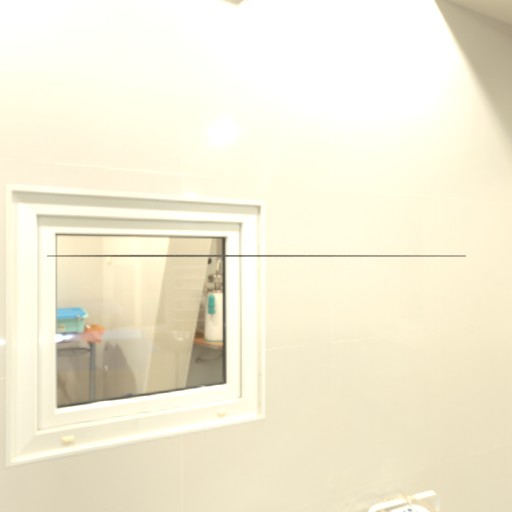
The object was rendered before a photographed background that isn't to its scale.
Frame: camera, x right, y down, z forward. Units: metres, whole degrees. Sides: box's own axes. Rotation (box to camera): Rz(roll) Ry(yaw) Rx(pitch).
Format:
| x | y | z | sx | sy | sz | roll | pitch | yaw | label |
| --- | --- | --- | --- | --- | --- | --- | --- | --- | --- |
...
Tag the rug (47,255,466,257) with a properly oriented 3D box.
| x | y | z | sx | sy | sz | roll | pitch | yaw | label |
| --- | --- | --- | --- | --- | --- | --- | --- | --- | --- |
| 0.000 | 0.000 | 2.898 | 2.235 | 0.008 | 1.600 | 0 | 0 | -35 | rug |
